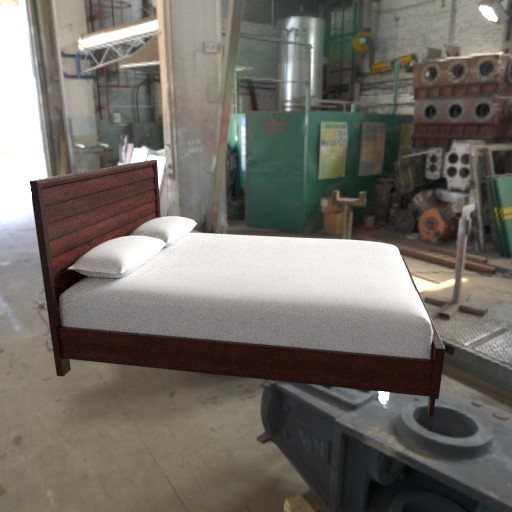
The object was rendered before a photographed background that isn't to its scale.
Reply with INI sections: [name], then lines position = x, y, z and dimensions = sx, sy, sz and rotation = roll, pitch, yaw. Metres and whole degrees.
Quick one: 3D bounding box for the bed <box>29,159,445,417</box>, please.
[bed]
position = 0.000, 0.000, 3.909
dimensions = 2.803, 1.492, 2.040
rotation = 3, 16, 10
